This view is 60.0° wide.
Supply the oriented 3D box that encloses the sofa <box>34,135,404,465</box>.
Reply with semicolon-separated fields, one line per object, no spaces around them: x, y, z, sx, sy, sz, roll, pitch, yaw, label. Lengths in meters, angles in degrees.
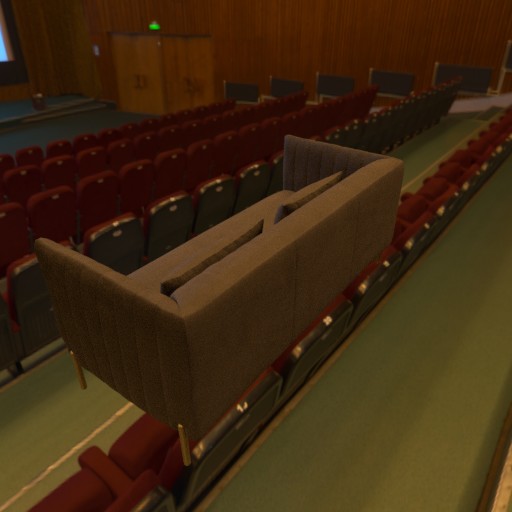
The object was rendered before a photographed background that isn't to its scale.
0.000;0.000;2.434;0.876;0.780;1.980;21;37;31;sofa
